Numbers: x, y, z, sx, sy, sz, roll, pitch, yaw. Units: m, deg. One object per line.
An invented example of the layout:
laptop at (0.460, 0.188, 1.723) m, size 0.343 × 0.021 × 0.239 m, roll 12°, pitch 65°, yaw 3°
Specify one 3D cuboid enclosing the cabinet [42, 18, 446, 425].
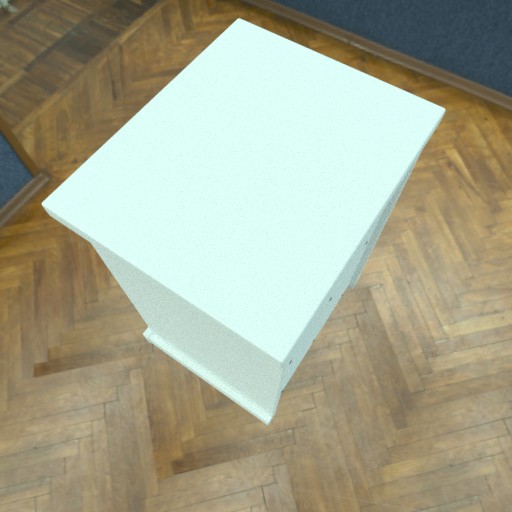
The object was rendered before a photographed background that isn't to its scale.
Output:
cabinet at (0.000, 0.000, 1.029) m, size 0.431 × 0.723 × 0.520 m, roll 31°, pitch 67°, yaw 15°
